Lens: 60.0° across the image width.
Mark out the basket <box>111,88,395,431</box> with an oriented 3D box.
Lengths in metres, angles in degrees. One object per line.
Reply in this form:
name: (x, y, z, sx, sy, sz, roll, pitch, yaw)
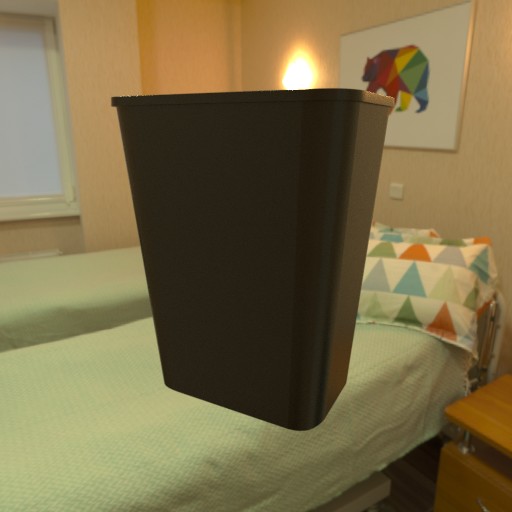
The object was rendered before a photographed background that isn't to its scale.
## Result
basket: (0.000, 0.000, 0.775, 0.394, 0.521, 0.287, 9, 18, 27)
